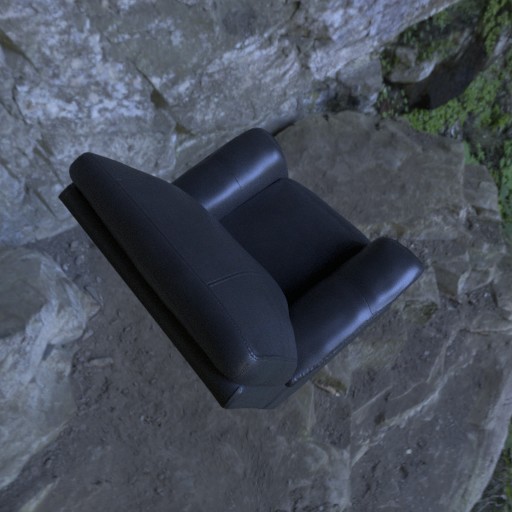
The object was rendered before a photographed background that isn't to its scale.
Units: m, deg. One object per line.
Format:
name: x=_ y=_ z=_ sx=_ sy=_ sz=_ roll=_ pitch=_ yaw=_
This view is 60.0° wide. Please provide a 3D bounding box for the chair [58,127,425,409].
chair: x=0.000 y=0.000 z=1.942 sx=1.087 sy=1.109 sz=1.096 roll=-36 pitch=65 yaw=-20
